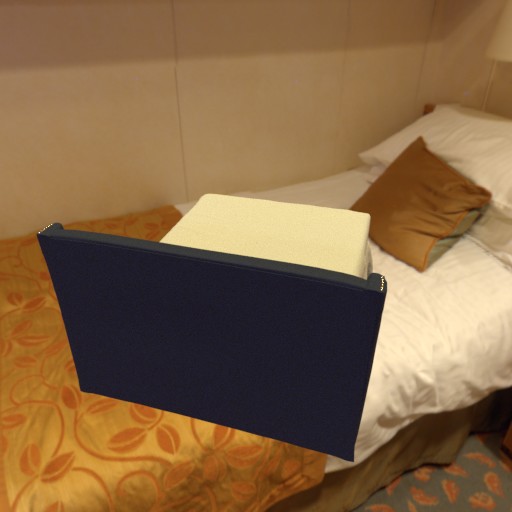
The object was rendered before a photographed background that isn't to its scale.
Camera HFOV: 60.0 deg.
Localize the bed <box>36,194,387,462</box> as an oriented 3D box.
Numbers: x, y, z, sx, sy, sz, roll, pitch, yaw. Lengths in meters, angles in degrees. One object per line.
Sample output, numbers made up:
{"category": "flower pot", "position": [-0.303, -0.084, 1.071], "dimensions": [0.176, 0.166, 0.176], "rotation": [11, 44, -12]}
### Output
{"category": "bed", "position": [0.000, 0.000, 3.488], "dimensions": [1.925, 1.332, 2.276], "rotation": [9, 33, 14]}
